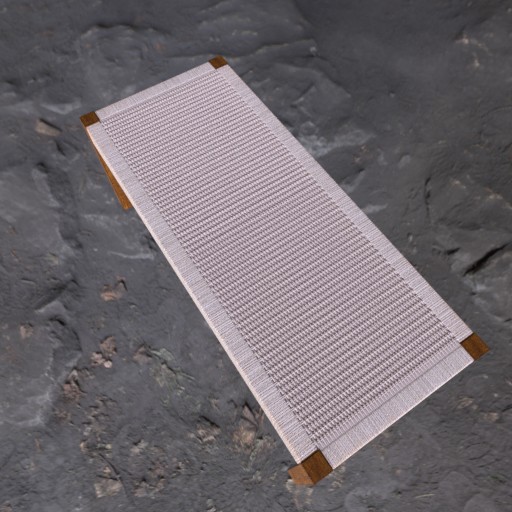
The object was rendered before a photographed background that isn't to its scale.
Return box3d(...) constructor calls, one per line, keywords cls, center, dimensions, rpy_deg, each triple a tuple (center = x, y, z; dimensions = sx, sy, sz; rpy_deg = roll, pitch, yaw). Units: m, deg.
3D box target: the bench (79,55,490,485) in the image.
box3d(cls="bench", center=(0.000, 0.000, 1.392), dimensions=(0.507, 0.457, 1.198), rpy_deg=(-30, 67, -15))
